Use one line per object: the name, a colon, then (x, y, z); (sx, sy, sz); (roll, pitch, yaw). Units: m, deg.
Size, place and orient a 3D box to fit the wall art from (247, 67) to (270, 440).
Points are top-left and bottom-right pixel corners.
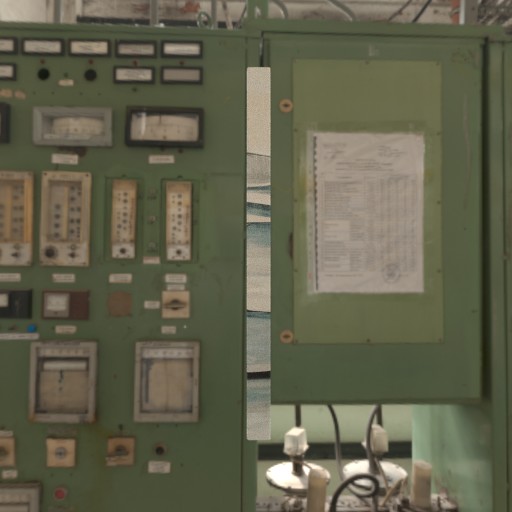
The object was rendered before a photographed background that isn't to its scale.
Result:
wall art: (0.000, 0.000, 1.178); (0.039, 0.609, 0.914); (0, -1, -1)
